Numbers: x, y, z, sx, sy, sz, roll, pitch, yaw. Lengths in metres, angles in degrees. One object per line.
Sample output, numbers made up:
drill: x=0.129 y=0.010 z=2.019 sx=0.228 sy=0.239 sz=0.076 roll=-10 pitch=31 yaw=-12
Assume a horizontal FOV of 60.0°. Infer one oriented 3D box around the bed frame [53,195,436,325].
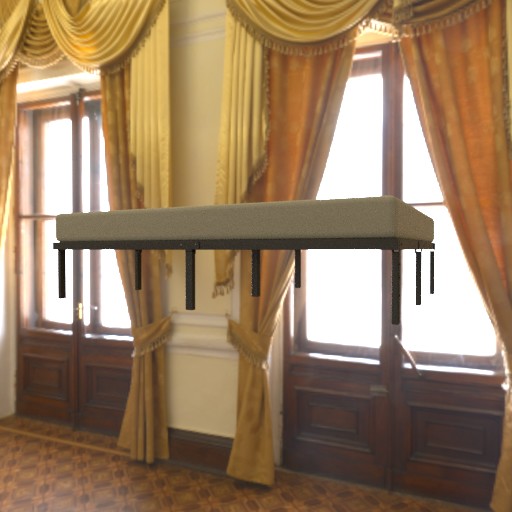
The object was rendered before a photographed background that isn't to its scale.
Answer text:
bed frame: x=0.000 y=0.000 z=3.722 sx=2.842 sy=0.680 sz=2.205 roll=1 pitch=1 yaw=35
